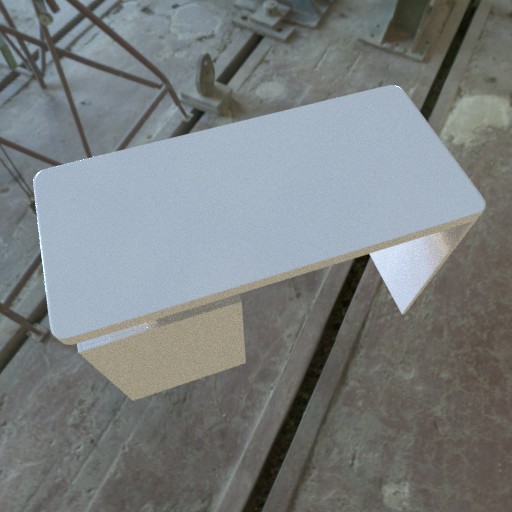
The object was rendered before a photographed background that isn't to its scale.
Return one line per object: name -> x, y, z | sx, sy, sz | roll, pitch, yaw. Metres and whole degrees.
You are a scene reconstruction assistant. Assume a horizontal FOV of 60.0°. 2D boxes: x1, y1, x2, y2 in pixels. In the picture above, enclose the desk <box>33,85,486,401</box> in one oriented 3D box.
desk -> 0.000, 0.000, 1.595 | 1.200, 0.760, 0.550 | -17, 62, -9
